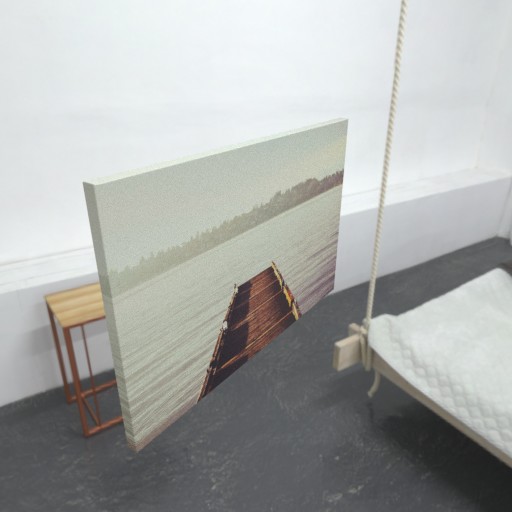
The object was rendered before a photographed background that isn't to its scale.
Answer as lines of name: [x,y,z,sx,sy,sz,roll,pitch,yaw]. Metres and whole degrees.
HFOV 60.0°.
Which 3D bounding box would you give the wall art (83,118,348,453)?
wall art: [0.000,0.000,1.489,0.040,0.765,1.149,18,31,33]
